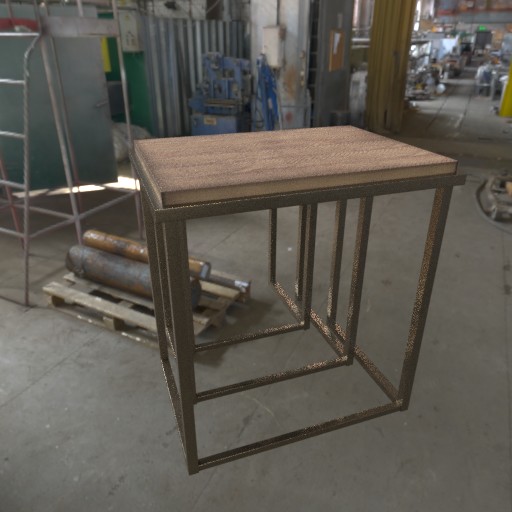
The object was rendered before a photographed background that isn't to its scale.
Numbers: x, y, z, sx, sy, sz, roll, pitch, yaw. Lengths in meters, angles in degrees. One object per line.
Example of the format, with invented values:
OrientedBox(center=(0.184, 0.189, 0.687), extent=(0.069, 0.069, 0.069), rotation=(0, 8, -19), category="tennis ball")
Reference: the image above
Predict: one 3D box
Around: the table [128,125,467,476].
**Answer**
OrientedBox(center=(0.000, 0.000, 1.140), extent=(0.559, 0.610, 0.706), rotation=(-9, 28, -18), category="table")
